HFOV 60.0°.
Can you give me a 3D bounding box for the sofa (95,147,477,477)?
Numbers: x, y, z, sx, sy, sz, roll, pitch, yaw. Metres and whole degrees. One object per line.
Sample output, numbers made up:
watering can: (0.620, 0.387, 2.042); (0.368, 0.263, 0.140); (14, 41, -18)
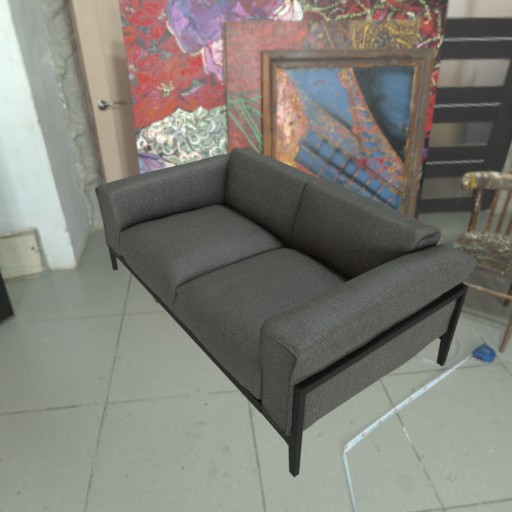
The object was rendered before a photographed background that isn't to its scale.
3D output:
sofa: (0.000, 0.000, 2.184); (0.960, 0.656, 1.690); (-21, 37, -31)
